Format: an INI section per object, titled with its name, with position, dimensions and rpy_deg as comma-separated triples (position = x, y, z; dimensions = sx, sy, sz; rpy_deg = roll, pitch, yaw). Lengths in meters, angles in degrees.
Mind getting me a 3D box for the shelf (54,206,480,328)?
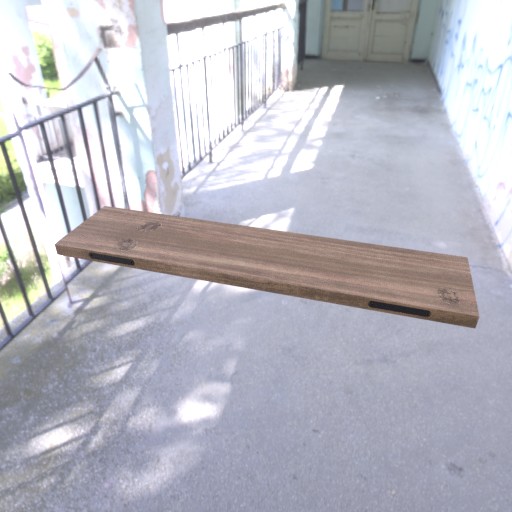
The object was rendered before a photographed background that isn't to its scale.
[shelf]
position = 0.000, 0.000, 0.675
dimensions = 0.610, 0.020, 0.140
rpy_deg = 9, 34, 14
